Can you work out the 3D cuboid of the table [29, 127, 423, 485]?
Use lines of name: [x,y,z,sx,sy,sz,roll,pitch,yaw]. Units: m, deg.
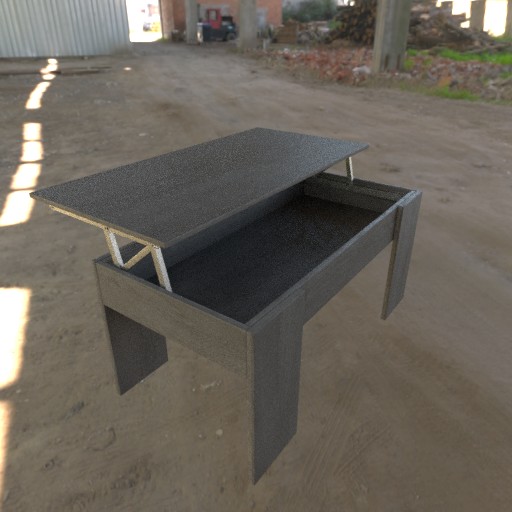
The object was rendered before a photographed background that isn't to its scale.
table: [0.000,0.000,1.438,0.711,0.570,1.000,19,33,31]
